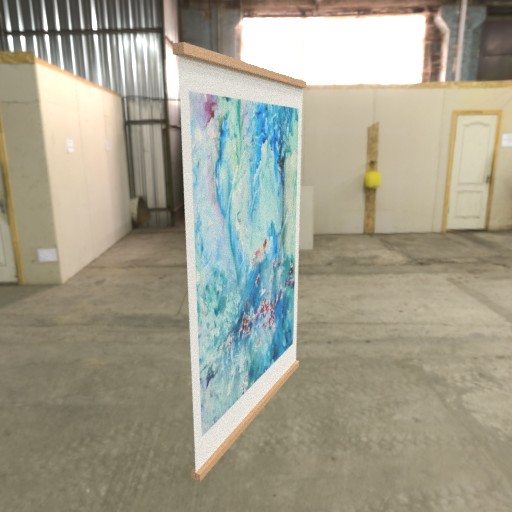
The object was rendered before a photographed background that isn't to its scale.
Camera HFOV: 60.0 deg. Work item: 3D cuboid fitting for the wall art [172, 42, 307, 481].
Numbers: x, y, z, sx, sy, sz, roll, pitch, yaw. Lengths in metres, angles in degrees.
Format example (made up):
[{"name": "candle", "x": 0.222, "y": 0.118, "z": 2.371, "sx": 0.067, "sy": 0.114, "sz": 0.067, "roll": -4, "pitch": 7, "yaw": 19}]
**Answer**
[{"name": "wall art", "x": 0.000, "y": 0.000, "z": 0.770, "sx": 0.016, "sy": 0.611, "sz": 0.401, "roll": 7, "pitch": 16, "yaw": 26}]
